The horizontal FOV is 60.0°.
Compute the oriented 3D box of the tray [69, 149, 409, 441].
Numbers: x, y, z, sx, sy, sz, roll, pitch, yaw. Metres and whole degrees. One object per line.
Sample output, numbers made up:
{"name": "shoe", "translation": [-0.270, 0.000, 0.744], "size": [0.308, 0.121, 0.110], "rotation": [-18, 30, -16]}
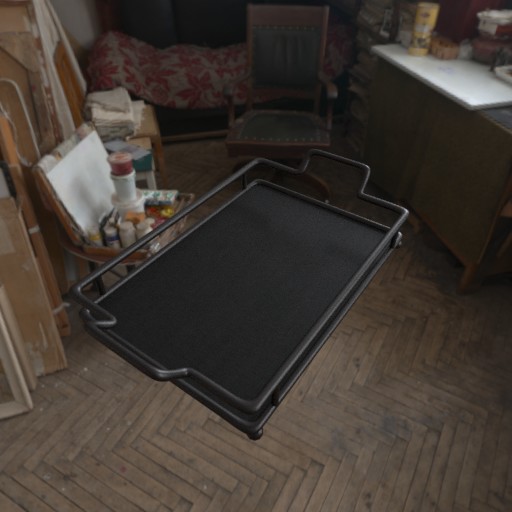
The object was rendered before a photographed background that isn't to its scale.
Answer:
{"name": "tray", "translation": [0.000, 0.000, 0.635], "size": [0.297, 0.101, 0.495], "rotation": [25, 47, 26]}
